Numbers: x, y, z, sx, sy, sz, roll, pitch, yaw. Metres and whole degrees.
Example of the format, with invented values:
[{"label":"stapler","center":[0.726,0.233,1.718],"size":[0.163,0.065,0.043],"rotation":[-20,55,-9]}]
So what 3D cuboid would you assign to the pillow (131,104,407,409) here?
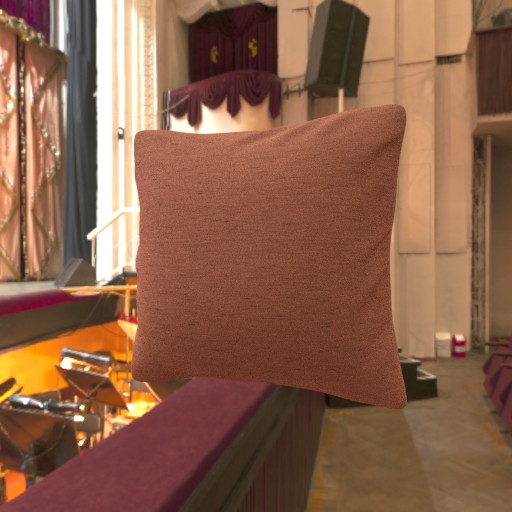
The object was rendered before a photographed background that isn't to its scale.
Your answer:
[{"label":"pillow","center":[0.000,0.000,0.669],"size":[0.432,0.415,0.246],"rotation":[0,0,19]}]
